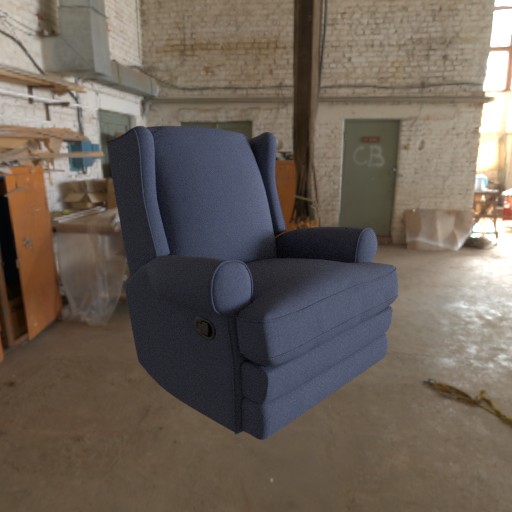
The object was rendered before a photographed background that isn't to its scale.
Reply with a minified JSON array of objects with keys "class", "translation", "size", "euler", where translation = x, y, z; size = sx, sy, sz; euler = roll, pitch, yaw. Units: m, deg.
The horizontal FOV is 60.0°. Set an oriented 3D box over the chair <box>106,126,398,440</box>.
[{"class":"chair","translation":[0.000,0.000,1.778],"size":[0.877,1.020,0.971],"euler":[12,18,42]}]
